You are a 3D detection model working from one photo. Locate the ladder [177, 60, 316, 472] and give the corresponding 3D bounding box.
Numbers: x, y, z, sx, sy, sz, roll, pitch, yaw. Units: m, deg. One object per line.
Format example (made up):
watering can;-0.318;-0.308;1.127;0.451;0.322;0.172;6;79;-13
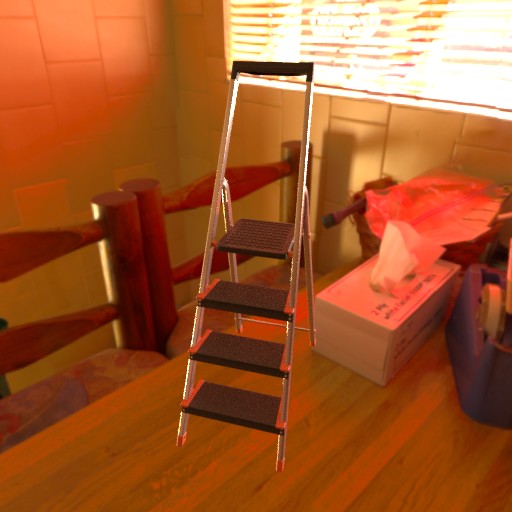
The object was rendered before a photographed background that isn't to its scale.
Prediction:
ladder;0.000;0.000;1.808;0.452;1.429;0.834;8;29;14
